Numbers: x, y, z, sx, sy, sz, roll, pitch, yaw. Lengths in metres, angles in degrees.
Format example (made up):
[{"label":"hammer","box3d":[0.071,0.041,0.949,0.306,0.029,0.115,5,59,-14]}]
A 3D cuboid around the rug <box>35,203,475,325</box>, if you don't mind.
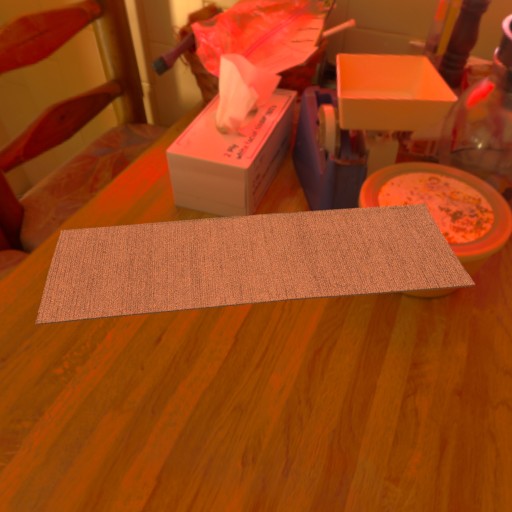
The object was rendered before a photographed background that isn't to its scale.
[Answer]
[{"label":"rug","box3d":[0.000,0.000,2.548,2.320,0.032,0.692,-5,47,-4]}]
